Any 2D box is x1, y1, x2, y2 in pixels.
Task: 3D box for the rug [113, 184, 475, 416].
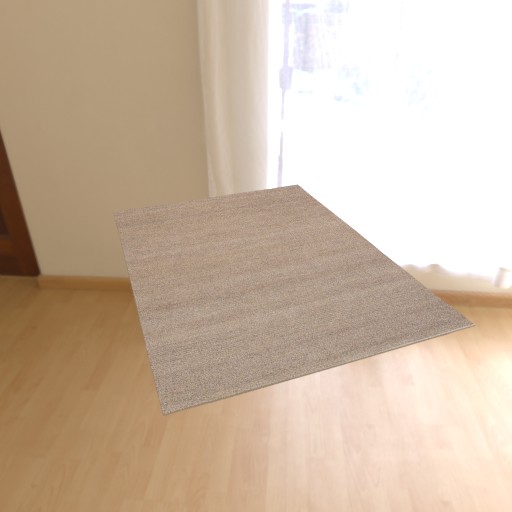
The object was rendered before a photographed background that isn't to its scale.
[{"bbox_3d":[0.000,0.000,4.409,2.467,0.046,3.245,-11,32,-18],"label":"rug"}]
